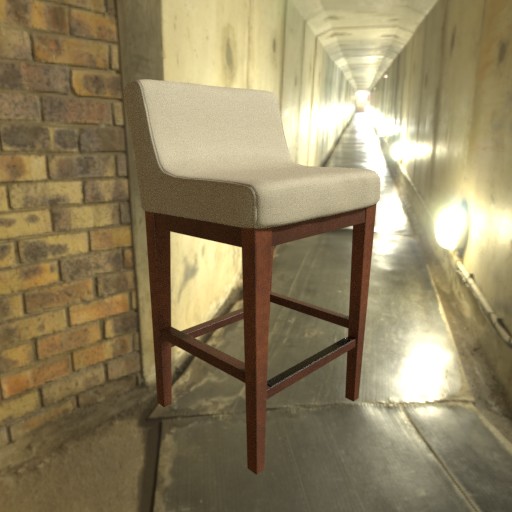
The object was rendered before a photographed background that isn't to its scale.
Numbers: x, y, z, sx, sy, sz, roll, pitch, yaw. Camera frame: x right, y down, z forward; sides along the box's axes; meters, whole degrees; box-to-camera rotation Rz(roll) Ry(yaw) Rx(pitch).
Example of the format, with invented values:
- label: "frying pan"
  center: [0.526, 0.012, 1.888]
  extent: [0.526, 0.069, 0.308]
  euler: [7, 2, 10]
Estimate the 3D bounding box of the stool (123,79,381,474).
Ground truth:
- label: "stool"
  center: [0.000, 0.000, 1.260]
  extent: [0.500, 0.937, 0.511]
  euler: [15, 21, 43]
